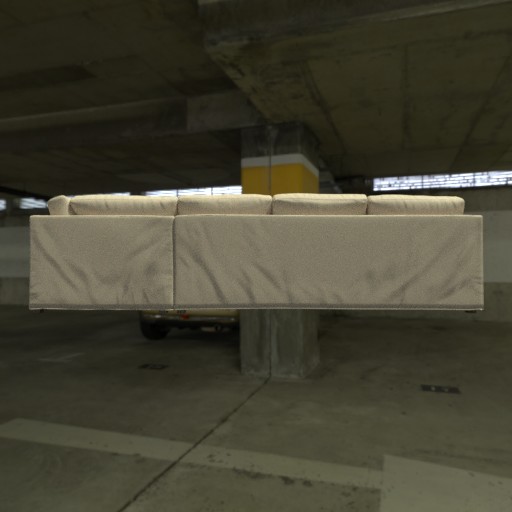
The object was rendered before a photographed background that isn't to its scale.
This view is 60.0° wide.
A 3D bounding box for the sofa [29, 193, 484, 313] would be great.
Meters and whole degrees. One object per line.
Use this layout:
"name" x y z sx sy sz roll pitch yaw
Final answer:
"sofa" 0.000 0.000 4.280 3.182 0.871 2.432 0 -1 0
